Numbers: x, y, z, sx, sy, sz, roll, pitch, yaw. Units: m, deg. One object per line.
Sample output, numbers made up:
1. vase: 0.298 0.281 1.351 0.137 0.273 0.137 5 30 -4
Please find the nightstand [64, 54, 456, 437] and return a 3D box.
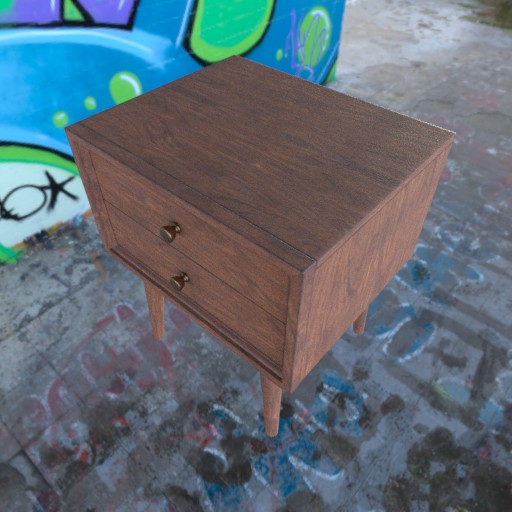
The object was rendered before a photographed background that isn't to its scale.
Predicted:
1. nightstand: 0.000 0.000 0.975 0.521 0.607 0.445 32 53 28
